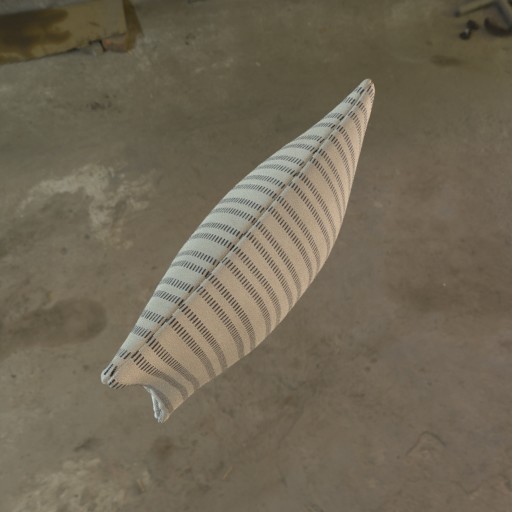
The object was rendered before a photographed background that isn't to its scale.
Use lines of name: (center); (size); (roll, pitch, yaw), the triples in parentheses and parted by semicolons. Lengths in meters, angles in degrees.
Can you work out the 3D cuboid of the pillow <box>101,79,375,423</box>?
pillow: (0.000, 0.000, 0.796); (0.210, 0.353, 0.640); (34, 69, 15)
